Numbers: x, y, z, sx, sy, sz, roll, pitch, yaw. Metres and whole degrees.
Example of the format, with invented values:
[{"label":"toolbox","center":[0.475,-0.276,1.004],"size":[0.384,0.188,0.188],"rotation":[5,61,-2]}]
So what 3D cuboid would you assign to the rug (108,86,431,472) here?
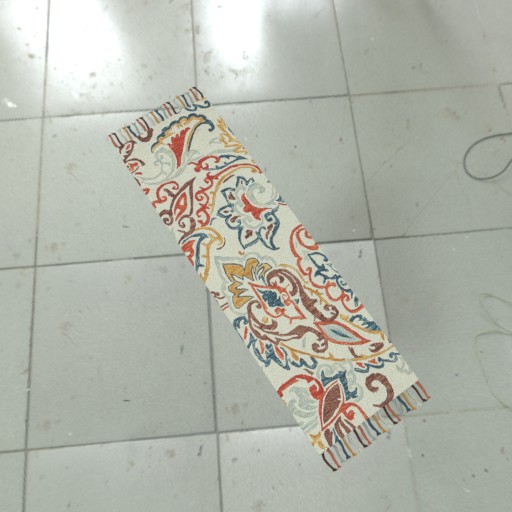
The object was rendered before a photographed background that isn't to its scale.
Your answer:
[{"label":"rug","center":[0.000,0.000,2.943],"size":[0.763,0.015,2.682],"rotation":[-33,77,-9]}]
